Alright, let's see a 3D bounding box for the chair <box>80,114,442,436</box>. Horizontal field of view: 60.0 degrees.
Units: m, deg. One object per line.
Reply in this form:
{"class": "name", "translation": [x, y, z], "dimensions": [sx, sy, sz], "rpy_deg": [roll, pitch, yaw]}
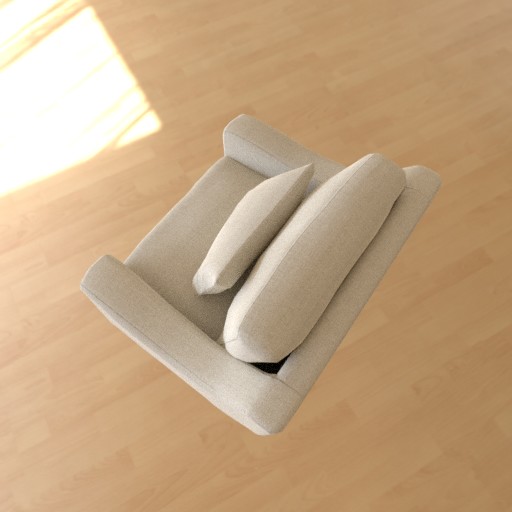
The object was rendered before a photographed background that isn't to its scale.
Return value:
{"class": "chair", "translation": [0.000, 0.000, 1.961], "dimensions": [1.009, 1.016, 1.178], "rpy_deg": [33, 69, 15]}
